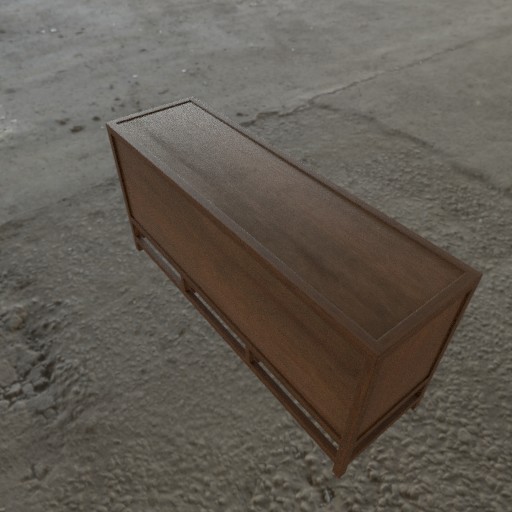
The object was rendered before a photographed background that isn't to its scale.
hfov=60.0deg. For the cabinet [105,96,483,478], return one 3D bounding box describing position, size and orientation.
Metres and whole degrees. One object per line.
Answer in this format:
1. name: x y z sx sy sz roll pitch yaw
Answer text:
1. cabinet: 0.000 0.000 2.055 0.522 0.820 1.708 -28 50 -27
